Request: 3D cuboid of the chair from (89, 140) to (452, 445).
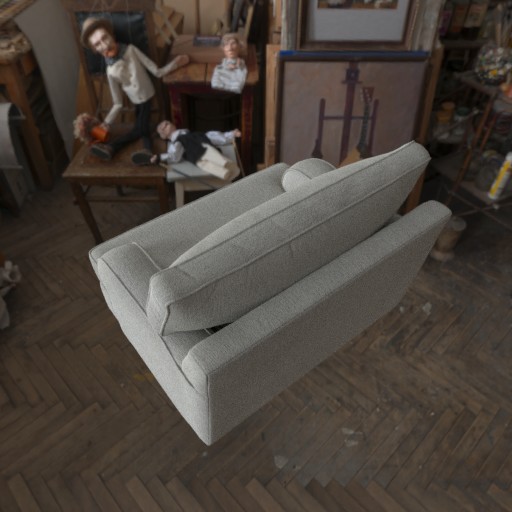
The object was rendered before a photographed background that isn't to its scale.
[{"bbox_3d":[0.000,0.000,1.999,1.220,1.016,1.041,-29,52,-25],"label":"chair"}]
